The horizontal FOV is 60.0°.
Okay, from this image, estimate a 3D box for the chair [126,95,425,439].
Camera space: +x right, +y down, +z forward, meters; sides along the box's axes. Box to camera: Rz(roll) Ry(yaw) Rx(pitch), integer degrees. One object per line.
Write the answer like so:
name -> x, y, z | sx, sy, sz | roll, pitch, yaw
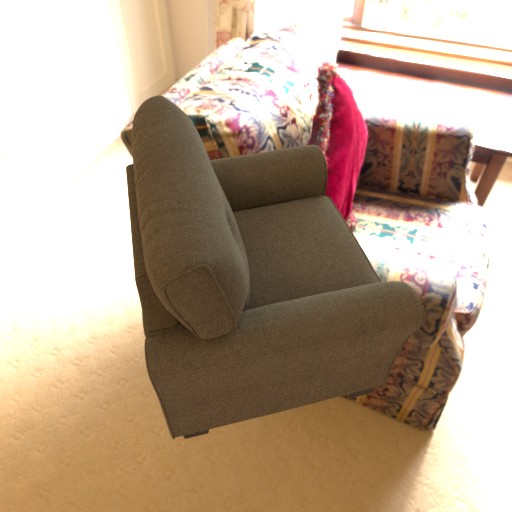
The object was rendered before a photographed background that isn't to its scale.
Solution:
chair -> 0.000, 0.000, 1.599 | 0.816, 0.890, 0.941 | -10, 46, -10
